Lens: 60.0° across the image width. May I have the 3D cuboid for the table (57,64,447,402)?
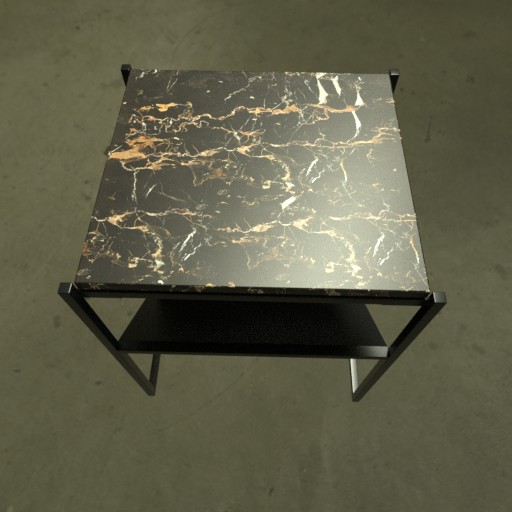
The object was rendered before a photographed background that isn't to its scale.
[{"bbox_3d":[0.000,0.000,0.870,0.469,0.534,0.432,1,60,1],"label":"table"}]
